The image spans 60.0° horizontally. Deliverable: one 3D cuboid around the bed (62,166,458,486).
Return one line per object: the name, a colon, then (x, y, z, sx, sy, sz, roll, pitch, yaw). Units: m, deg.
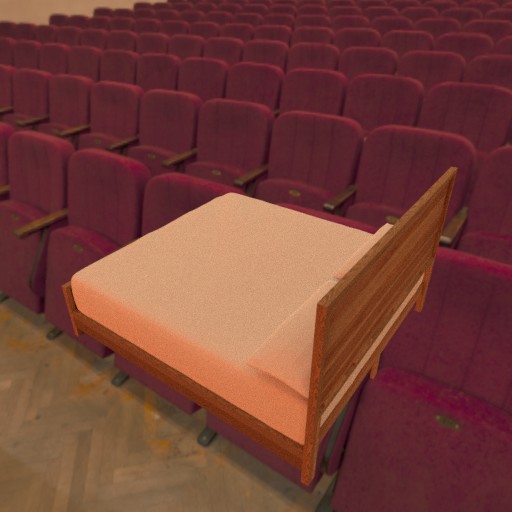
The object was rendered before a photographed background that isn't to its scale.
bed: (0.000, 0.000, 3.427, 2.184, 1.295, 2.013, 21, 37, 30)
